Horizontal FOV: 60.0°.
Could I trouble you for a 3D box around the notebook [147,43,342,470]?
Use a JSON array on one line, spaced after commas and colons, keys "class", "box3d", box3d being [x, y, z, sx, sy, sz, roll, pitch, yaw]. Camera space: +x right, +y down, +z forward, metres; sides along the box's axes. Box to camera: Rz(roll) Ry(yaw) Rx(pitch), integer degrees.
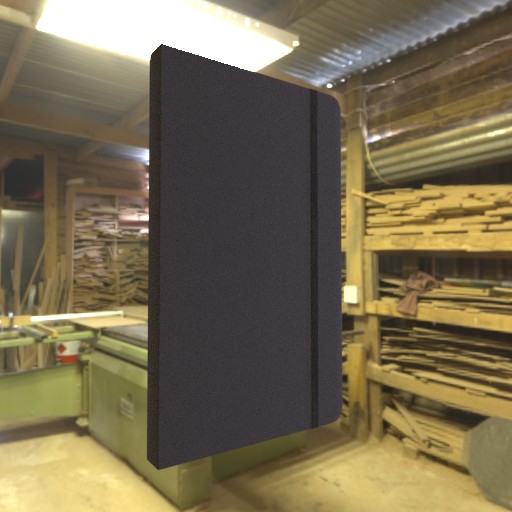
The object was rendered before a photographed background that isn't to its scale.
[{"class": "notebook", "box3d": [0.000, 0.000, 0.262, 0.127, 0.213, 0.016, 1, -2, -35]}]
